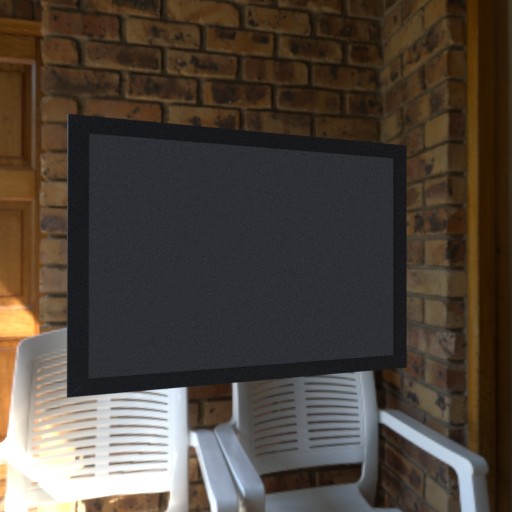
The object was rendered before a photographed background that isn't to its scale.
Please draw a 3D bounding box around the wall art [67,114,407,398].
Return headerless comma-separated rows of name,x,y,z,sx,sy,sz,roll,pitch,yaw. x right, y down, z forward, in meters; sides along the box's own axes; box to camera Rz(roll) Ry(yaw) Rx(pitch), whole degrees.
wall art,0.000,0.000,0.551,0.432,0.306,0.016,0,0,-18
